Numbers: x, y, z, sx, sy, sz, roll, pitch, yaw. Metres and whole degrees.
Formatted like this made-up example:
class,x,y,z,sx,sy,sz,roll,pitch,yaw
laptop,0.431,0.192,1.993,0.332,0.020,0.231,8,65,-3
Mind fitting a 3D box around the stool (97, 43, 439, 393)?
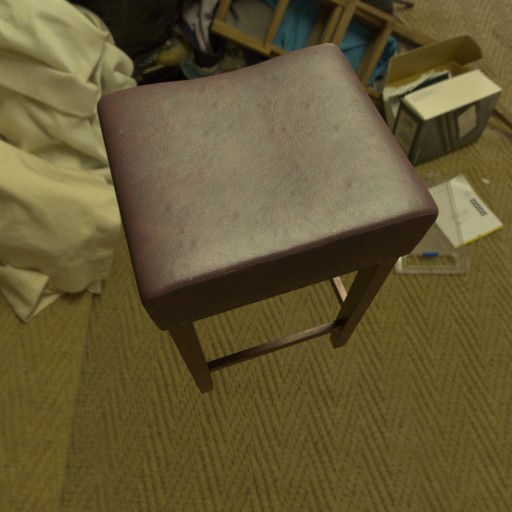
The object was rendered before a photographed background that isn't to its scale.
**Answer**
class,x,y,z,sx,sy,sz,roll,pitch,yaw
stool,0.000,0.000,1.041,0.465,0.769,0.401,-17,64,-8
